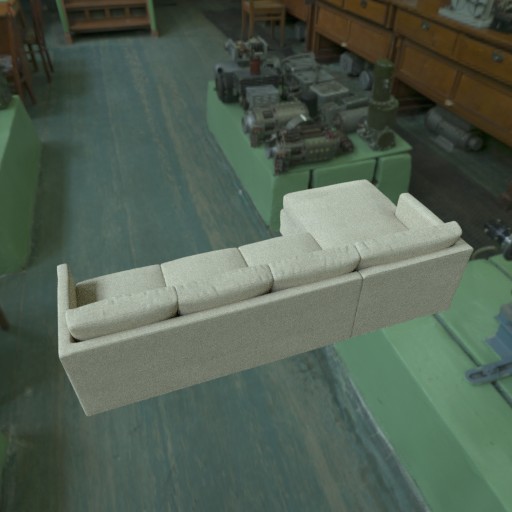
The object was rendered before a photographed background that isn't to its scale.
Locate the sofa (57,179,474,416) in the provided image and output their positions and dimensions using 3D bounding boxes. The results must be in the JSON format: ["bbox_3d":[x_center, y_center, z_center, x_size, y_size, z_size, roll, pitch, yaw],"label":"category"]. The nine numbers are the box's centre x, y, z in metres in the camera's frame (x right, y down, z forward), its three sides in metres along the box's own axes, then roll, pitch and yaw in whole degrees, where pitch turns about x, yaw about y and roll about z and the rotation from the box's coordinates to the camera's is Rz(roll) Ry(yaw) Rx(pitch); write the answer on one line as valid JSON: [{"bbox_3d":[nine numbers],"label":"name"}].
[{"bbox_3d":[0.000,0.000,3.922,3.205,0.922,1.650,-13,42,-15],"label":"sofa"}]
